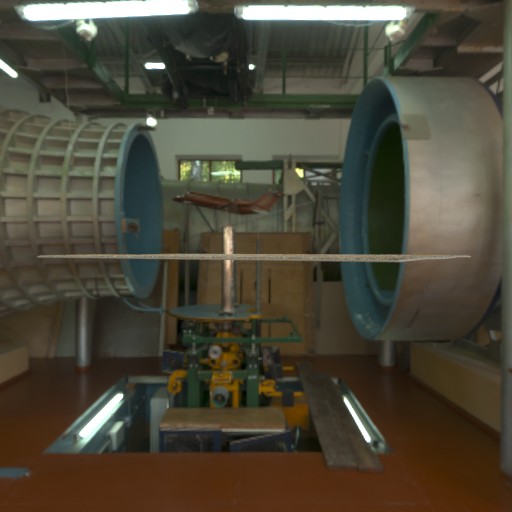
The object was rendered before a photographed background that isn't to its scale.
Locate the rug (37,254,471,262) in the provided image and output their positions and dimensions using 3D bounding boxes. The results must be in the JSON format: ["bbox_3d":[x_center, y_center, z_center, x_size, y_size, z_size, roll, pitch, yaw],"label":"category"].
[{"bbox_3d":[0.000,0.000,3.819,3.063,0.024,2.158,0,1,34],"label":"rug"}]
